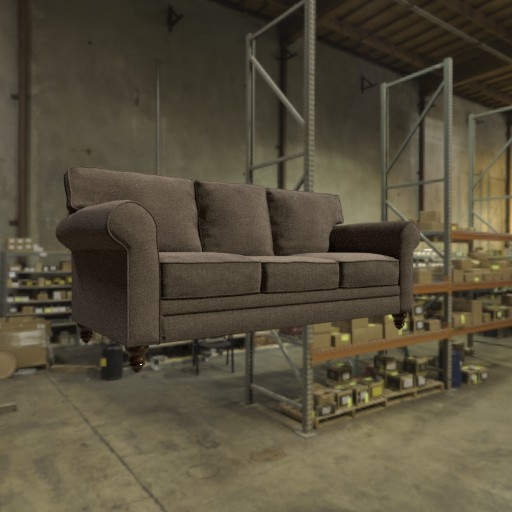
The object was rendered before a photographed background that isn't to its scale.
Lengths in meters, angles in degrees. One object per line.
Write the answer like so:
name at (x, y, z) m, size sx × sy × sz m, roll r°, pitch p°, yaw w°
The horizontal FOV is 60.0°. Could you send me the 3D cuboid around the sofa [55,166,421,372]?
sofa at (0.000, 0.000, 2.666) m, size 2.084 × 0.961 × 0.916 m, roll 0°, pitch 0°, yaw -36°
